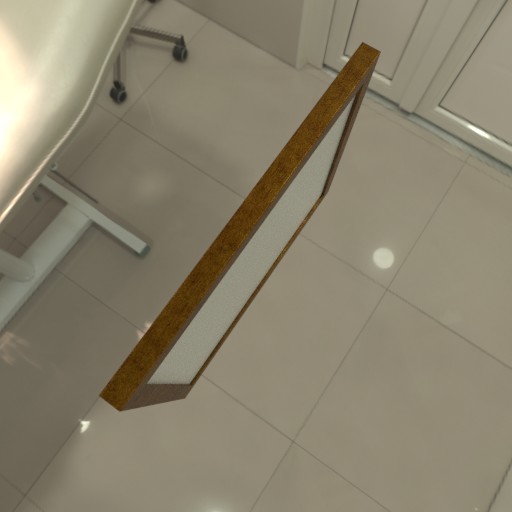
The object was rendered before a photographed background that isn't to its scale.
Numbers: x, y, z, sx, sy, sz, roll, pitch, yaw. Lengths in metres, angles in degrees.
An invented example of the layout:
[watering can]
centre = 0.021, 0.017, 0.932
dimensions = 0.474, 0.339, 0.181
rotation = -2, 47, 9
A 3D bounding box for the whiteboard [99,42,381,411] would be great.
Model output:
[whiteboard]
centre = 0.000, 0.000, 0.761
dimensions = 0.029, 0.457, 0.561
rotation = 33, 77, 9
